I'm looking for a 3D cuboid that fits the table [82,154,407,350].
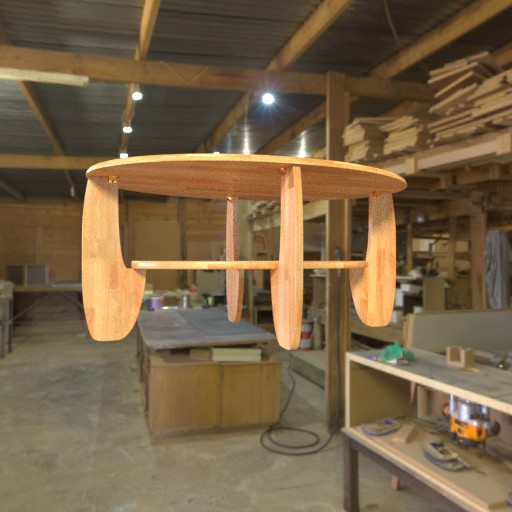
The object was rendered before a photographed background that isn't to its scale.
[{"bbox_3d":[0.000,0.000,1.422,1.040,0.490,0.690,0,-1,-18],"label":"table"}]
